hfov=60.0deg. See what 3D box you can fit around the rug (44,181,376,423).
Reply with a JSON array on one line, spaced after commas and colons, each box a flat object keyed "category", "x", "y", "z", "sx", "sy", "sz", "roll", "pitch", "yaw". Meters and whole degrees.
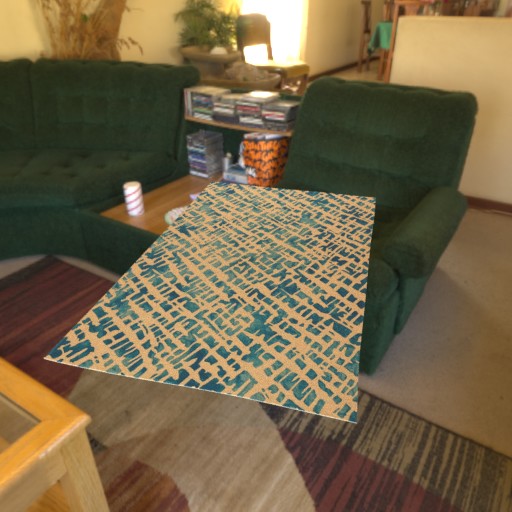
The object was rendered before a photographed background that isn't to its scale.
[{"category": "rug", "x": 0.000, "y": 0.000, "z": 3.028, "sx": 1.520, "sy": 0.011, "sz": 2.447, "roll": 8, "pitch": 32, "yaw": 13}]
